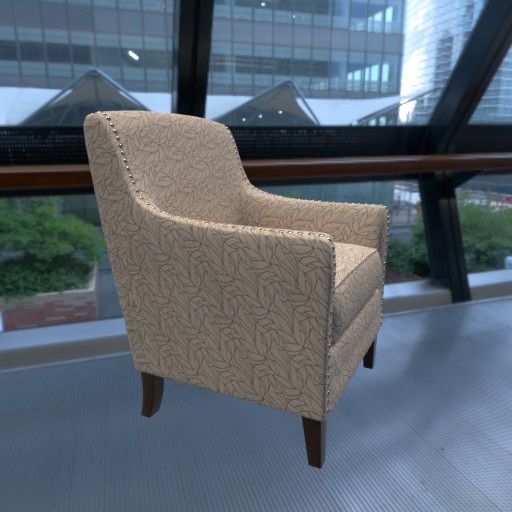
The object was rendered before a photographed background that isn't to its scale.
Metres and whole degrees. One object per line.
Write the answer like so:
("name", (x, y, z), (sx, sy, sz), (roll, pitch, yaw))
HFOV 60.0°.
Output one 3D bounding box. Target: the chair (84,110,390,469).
("chair", (0.000, 0.000, 1.298), (0.651, 0.816, 0.623), (7, 15, 26))
